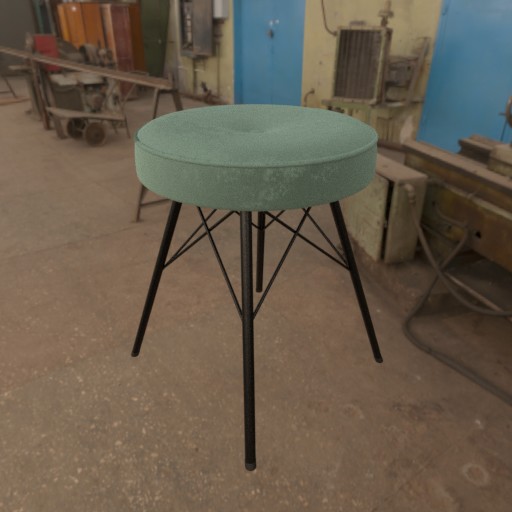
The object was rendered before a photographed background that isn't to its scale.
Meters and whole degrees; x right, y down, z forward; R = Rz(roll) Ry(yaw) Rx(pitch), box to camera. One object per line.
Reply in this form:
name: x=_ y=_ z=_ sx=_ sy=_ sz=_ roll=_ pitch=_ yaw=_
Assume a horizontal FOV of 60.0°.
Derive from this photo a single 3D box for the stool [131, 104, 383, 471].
stool: x=0.000 y=0.000 z=0.868 sx=0.457 sy=0.519 sz=0.458 roll=-18 pitch=33 yaw=-30
